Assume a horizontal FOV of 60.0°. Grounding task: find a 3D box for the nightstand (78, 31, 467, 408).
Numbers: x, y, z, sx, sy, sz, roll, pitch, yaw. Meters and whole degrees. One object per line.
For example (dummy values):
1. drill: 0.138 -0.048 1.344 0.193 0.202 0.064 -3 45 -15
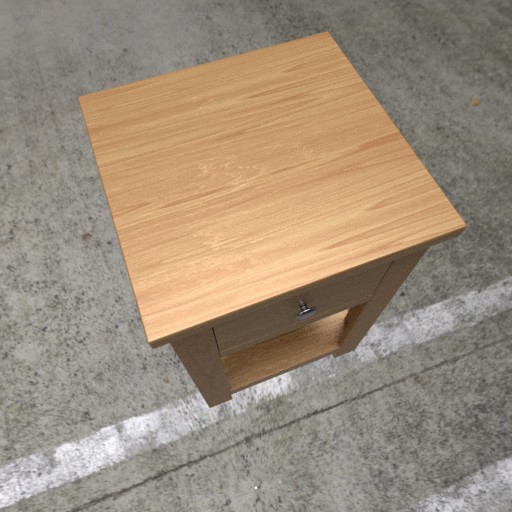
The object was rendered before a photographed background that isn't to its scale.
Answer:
1. nightstand: 0.000 0.000 0.900 0.428 0.614 0.418 -19 64 -10
